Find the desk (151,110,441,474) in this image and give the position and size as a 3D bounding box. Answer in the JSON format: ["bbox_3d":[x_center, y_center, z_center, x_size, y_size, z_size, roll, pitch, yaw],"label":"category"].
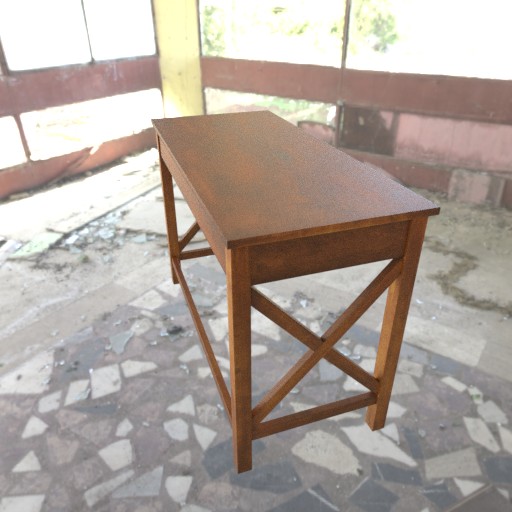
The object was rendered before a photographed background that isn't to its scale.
[{"bbox_3d":[0.000,0.000,1.582,0.508,0.762,1.117,-10,31,-17],"label":"desk"}]
